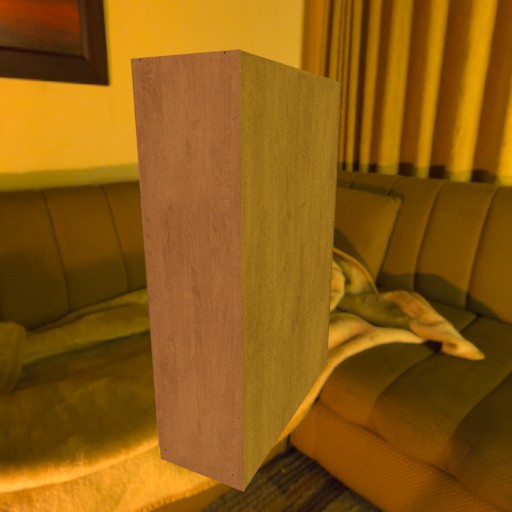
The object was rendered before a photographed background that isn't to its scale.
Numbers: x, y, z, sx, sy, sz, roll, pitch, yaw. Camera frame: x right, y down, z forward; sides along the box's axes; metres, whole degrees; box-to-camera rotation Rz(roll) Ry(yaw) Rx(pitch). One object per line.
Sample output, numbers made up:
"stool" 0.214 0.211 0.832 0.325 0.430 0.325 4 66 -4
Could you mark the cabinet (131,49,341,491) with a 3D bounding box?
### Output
"cabinet" 0.000 0.000 2.486 0.510 1.910 1.290 8 18 25
